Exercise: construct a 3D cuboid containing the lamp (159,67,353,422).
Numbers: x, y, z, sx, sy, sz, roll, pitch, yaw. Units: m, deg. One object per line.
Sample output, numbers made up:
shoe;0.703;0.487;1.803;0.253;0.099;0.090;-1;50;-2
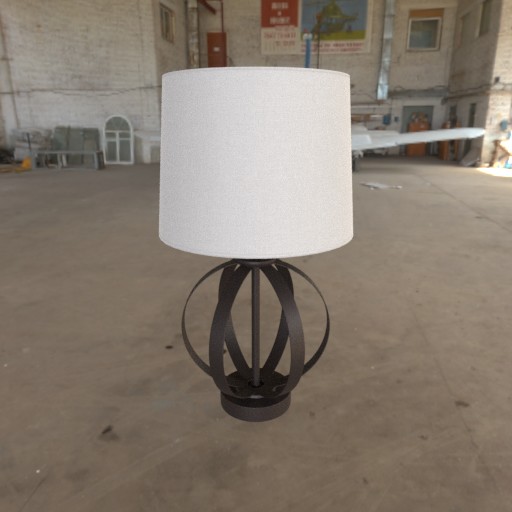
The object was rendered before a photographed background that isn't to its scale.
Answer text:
lamp;0.000;0.000;0.680;0.286;0.510;0.286;0;17;0
